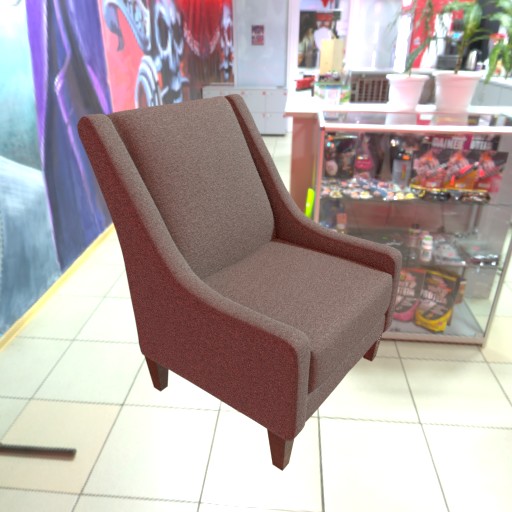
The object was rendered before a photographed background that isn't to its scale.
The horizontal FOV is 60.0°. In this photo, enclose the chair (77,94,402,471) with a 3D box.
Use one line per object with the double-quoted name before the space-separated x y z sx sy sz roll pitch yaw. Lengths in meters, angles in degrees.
"chair" 0.000 0.000 1.627 0.870 1.016 0.774 19 32 33
